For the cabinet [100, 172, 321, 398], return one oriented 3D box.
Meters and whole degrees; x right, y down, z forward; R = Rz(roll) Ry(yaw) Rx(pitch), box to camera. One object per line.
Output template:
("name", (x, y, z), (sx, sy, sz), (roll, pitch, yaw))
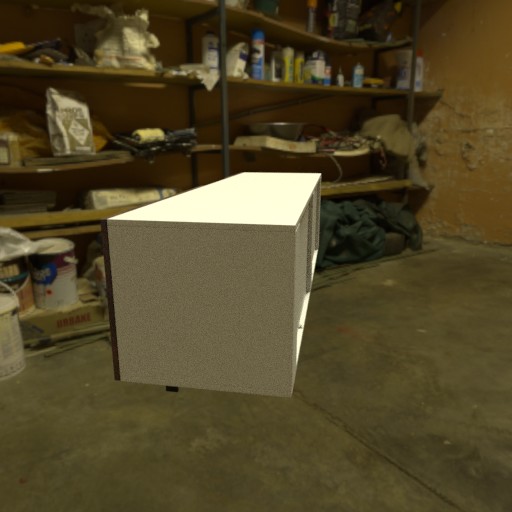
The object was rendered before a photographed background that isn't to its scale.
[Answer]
("cabinet", (0.000, 0.000, 1.722), (0.431, 0.533, 1.499), (3, 15, 10))
